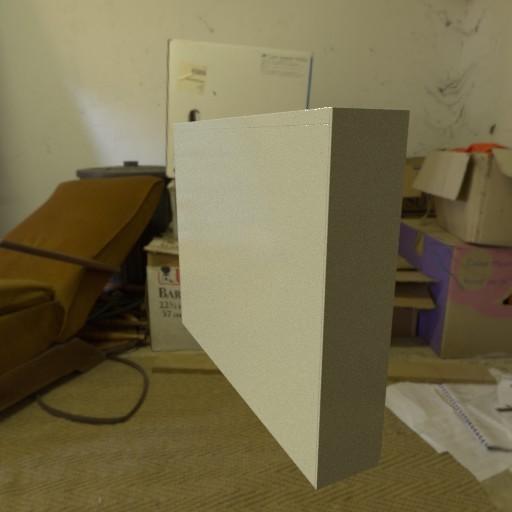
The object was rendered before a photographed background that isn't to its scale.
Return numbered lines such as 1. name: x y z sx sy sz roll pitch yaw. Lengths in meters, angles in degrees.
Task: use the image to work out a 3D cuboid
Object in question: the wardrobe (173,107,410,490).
1. wardrobe: 0.000 0.000 3.999 0.580 2.360 3.000 -7 16 -25
